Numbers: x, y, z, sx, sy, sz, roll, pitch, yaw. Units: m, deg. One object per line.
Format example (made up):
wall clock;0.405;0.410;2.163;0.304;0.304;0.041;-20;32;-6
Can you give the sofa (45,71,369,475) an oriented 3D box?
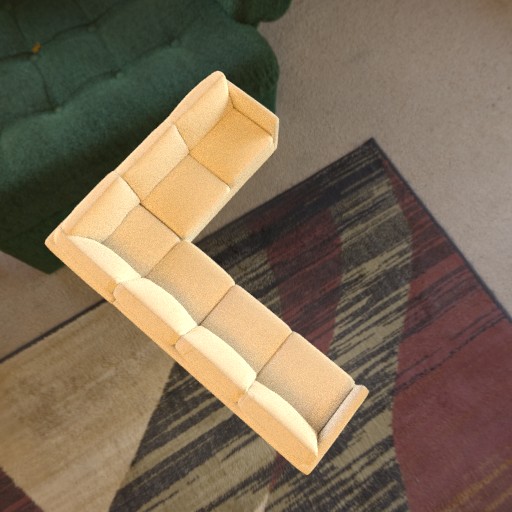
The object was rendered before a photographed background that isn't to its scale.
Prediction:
sofa;0.000;0.000;4.524;3.302;0.947;2.593;39;78;10
